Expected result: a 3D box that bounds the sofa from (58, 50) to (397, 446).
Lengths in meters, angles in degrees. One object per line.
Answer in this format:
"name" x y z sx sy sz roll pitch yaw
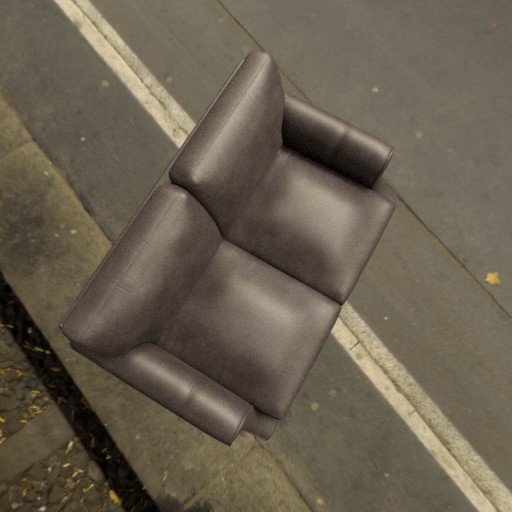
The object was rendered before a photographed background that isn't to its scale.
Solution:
"sofa" 0.000 0.000 2.261 1.030 0.979 1.663 29 77 7
